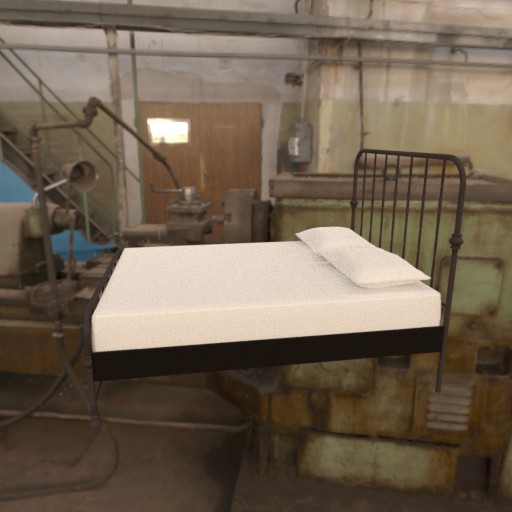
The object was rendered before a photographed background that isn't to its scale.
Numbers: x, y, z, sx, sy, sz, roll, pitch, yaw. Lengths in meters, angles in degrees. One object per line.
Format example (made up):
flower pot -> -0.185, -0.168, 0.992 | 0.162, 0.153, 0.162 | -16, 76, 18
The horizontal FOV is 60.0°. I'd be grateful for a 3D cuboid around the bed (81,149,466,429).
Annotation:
bed -> 0.000, 0.000, 3.160 | 2.134, 1.446, 1.616 | -3, 15, -9
